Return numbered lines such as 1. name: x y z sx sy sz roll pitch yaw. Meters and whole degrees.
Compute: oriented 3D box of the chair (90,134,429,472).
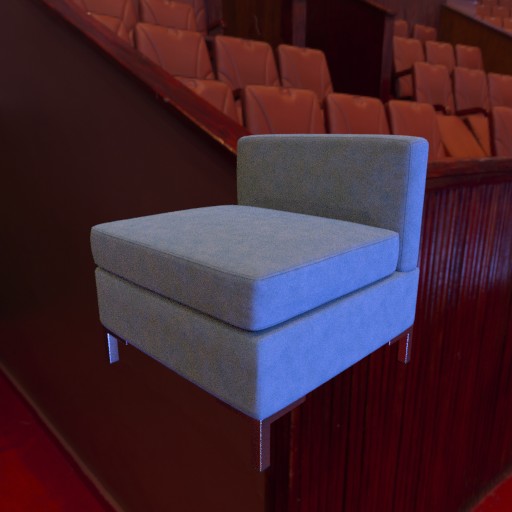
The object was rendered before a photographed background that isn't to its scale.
1. chair: 0.000 0.000 1.246 0.684 0.660 0.685 15 21 43
